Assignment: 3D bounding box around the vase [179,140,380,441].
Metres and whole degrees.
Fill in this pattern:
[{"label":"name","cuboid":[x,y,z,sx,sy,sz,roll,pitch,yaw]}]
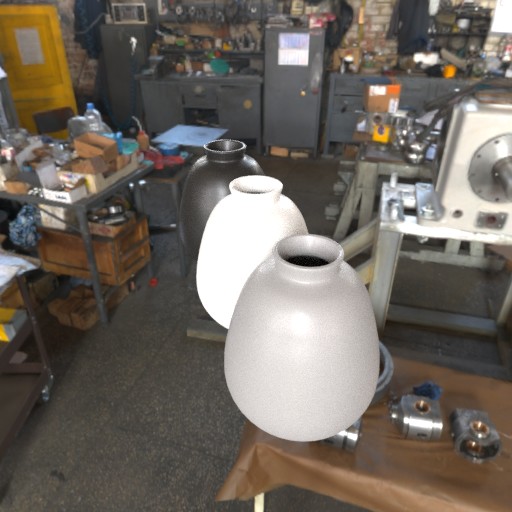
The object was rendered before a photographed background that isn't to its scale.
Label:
[{"label":"vase","cuboid":[0.000,0.000,0.356,0.097,0.122,0.297,-9,32,-14]}]
